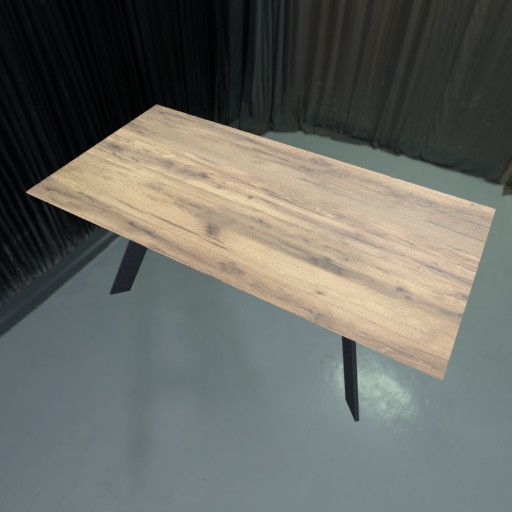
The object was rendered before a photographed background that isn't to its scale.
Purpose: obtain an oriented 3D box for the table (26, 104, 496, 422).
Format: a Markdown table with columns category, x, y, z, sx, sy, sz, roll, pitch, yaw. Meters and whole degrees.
| category | x | y | z | sx | sy | sz | roll | pitch | yaw |
| --- | --- | --- | --- | --- | --- | --- | --- | --- | --- |
| table | 0.000 | 0.000 | 2.387 | 2.000 | 0.770 | 1.000 | 23 | 50 | 20 |
